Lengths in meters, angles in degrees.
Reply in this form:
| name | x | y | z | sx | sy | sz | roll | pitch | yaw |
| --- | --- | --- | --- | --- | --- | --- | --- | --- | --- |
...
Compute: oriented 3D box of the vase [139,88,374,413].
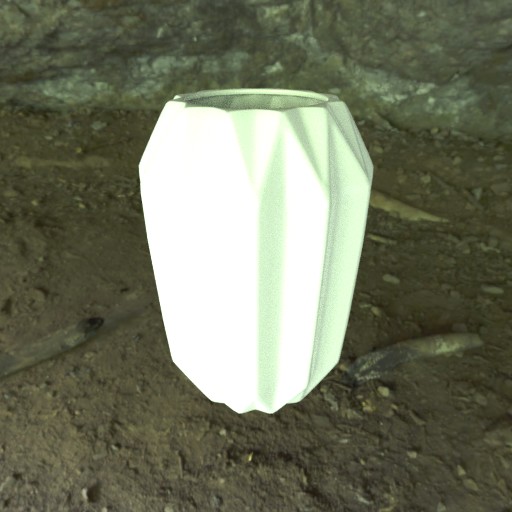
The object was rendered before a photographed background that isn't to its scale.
| name | x | y | z | sx | sy | sz | roll | pitch | yaw |
| --- | --- | --- | --- | --- | --- | --- | --- | --- | --- |
| vase | 0.000 | 0.000 | 0.404 | 0.195 | 0.275 | 0.195 | 0 | 27 | 0 |
